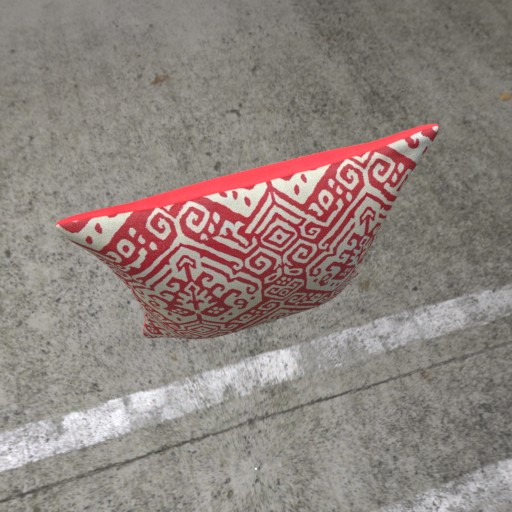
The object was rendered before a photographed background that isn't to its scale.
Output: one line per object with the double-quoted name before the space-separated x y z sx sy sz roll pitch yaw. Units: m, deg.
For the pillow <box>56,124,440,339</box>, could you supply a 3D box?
"pillow" 0.000 0.000 0.797 0.522 0.507 0.192 -16 65 -7
